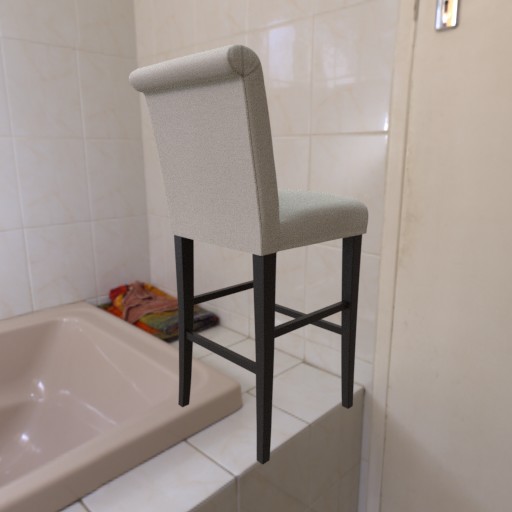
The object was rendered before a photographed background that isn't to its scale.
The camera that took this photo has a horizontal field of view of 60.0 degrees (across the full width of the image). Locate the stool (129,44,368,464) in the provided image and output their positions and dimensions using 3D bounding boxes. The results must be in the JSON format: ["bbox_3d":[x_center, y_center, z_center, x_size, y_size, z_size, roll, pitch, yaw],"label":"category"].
[{"bbox_3d":[0.000,0.000,1.434,0.597,1.124,0.452,-12,18,-42],"label":"stool"}]
